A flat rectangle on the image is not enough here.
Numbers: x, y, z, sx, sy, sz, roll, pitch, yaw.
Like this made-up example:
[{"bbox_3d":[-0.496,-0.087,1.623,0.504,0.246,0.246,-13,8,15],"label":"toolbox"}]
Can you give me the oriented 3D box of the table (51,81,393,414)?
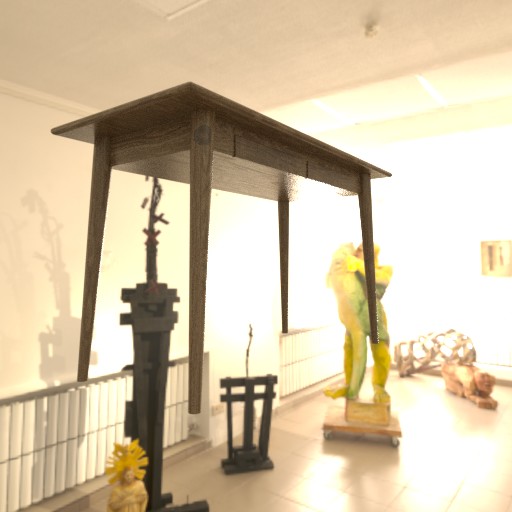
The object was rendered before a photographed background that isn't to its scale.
[{"bbox_3d":[0.000,0.000,1.694,0.599,0.780,1.300,-1,-1,37],"label":"table"}]
